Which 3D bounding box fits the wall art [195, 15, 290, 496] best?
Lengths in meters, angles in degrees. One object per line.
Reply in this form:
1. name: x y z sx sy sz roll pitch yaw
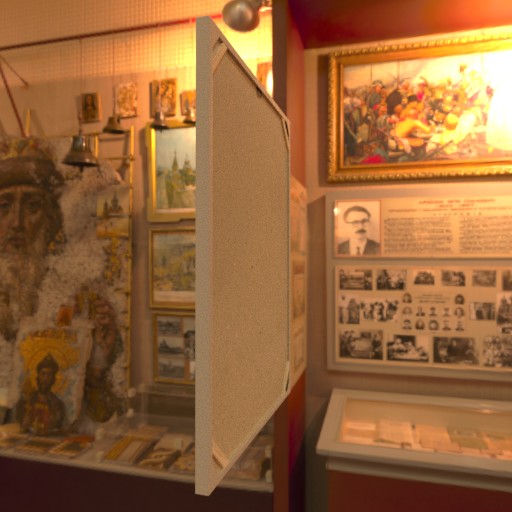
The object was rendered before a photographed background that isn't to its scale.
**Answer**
1. wall art: 0.000 0.000 1.557 0.038 1.212 0.914 0 0 17
